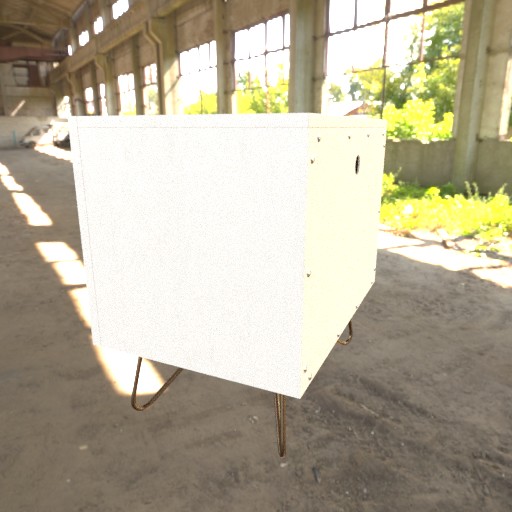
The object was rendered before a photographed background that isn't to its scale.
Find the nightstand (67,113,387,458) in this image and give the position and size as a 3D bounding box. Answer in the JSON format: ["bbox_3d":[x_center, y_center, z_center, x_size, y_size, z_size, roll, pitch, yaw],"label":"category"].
[{"bbox_3d":[0.000,0.000,1.019,0.447,0.604,0.614,7,18,24],"label":"nightstand"}]
